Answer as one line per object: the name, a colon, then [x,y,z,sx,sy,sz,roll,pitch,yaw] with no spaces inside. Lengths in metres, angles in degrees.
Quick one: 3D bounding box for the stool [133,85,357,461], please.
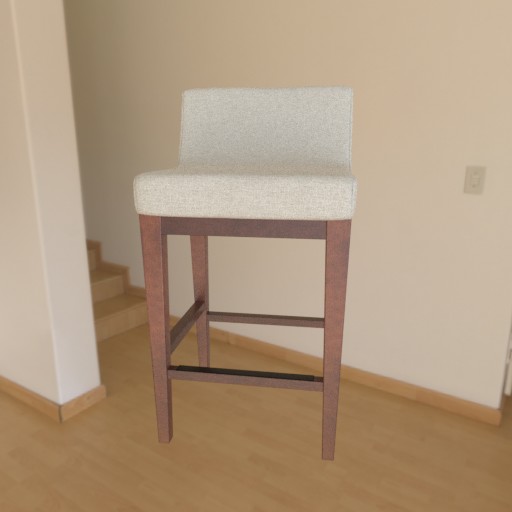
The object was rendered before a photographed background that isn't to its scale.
stool: [0.000,0.000,1.245,0.511,0.937,0.500,2,14,9]
